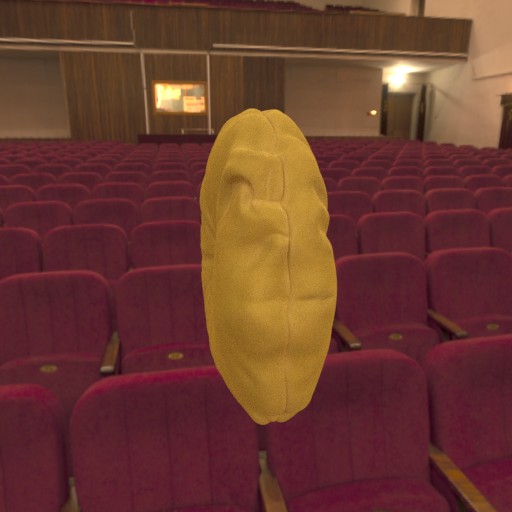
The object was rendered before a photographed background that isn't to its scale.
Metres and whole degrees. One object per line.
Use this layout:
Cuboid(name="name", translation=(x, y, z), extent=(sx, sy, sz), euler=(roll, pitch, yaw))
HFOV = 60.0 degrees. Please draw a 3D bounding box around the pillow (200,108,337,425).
Cuboid(name="pillow", translation=(0.000, 0.000, 0.645), extent=(0.148, 0.407, 0.428), euler=(-3, 14, -10))
